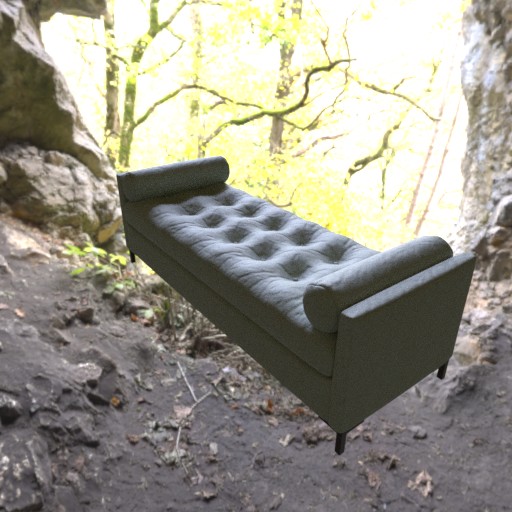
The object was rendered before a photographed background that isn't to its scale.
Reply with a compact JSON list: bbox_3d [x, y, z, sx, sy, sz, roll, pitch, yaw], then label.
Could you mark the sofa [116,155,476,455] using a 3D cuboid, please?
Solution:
[{"bbox_3d":[0.000,0.000,2.519,0.796,0.705,2.102,-19,33,-32],"label":"sofa"}]
